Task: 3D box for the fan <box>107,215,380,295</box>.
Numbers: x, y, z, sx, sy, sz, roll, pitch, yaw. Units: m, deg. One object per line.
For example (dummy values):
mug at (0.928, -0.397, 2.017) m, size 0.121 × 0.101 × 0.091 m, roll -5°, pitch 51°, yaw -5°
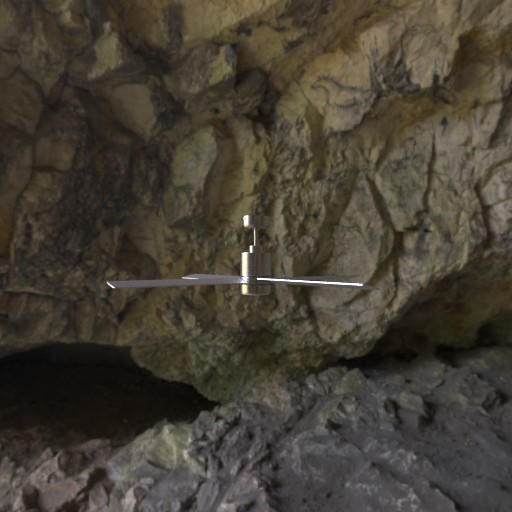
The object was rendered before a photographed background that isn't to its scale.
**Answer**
fan at (0.000, 0.000, 2.004) m, size 1.322 × 0.355 × 1.322 m, roll 0°, pitch -1°, yaw -36°
